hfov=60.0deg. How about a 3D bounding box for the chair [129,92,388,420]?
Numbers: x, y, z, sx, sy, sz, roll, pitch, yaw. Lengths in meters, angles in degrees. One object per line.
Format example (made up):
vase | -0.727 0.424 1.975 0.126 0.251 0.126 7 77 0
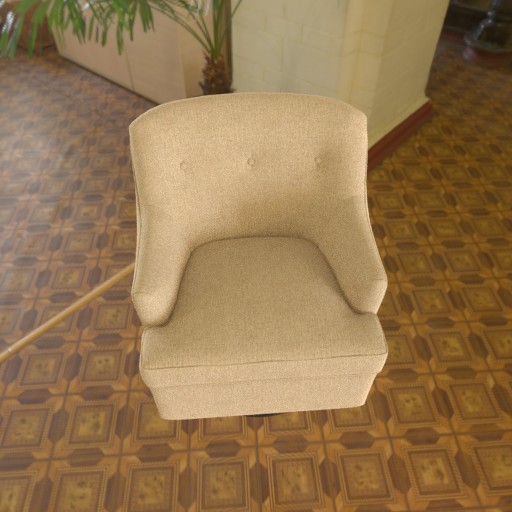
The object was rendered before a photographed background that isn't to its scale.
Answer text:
chair | 0.000 0.000 1.646 0.864 0.856 0.923 -3 47 -3
